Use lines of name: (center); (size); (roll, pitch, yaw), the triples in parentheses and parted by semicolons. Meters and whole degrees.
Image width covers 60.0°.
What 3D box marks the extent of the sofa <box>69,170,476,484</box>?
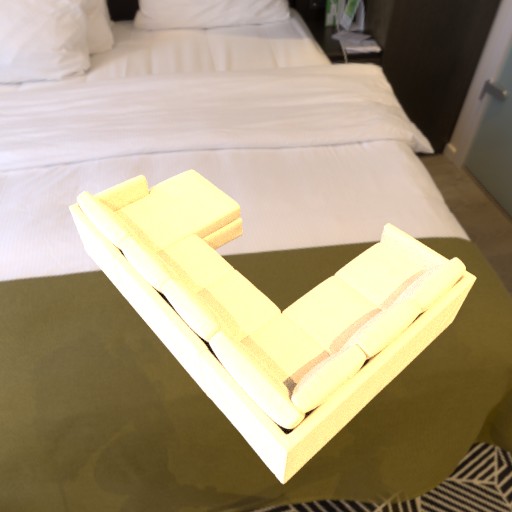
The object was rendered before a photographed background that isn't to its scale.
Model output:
sofa: (0.000, 0.000, 4.625); (2.427, 0.882, 3.460); (-32, 54, -27)
